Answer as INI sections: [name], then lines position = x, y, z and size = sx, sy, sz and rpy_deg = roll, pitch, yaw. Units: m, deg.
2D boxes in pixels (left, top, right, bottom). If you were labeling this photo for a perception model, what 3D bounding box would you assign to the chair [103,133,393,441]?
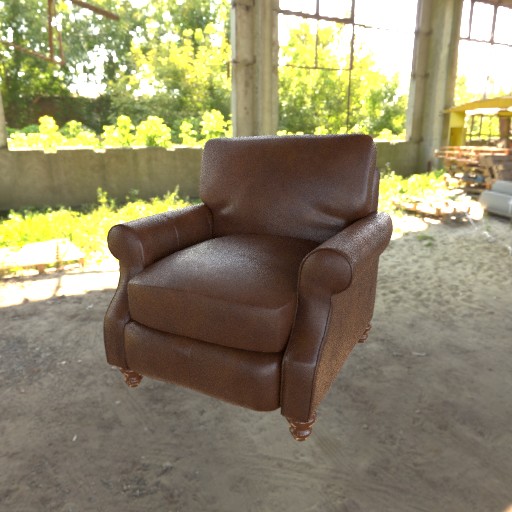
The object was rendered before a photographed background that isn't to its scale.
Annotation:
[chair]
position = 0.000, 0.000, 1.823
size = 0.989, 0.972, 0.992
rpy_deg = 8, 17, 26
